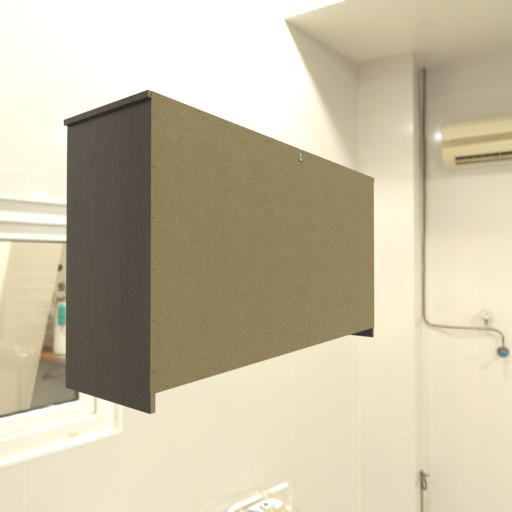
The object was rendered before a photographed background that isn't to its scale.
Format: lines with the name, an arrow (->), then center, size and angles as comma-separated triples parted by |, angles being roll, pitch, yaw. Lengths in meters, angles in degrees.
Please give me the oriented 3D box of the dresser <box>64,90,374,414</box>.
dresser -> 0.000, 0.000, 1.687 | 0.401, 0.755, 1.360 | -1, -1, 37
